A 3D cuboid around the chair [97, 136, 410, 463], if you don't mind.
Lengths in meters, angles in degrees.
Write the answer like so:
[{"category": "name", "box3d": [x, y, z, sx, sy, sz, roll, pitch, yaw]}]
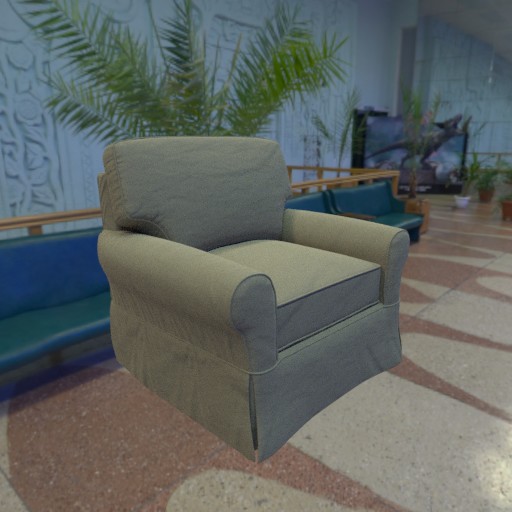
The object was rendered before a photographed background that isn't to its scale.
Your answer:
[{"category": "chair", "box3d": [0.000, 0.000, 1.943, 0.988, 1.017, 1.135, 14, 21, 43]}]
